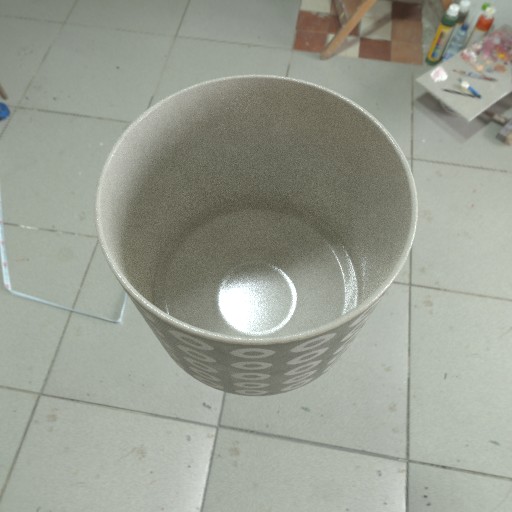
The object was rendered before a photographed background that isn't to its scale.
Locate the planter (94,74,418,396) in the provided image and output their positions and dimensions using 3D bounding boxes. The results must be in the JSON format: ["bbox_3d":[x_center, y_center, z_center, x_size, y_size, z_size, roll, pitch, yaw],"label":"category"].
[{"bbox_3d":[0.000,0.000,0.452,0.250,0.239,0.250,0,63,0],"label":"planter"}]
